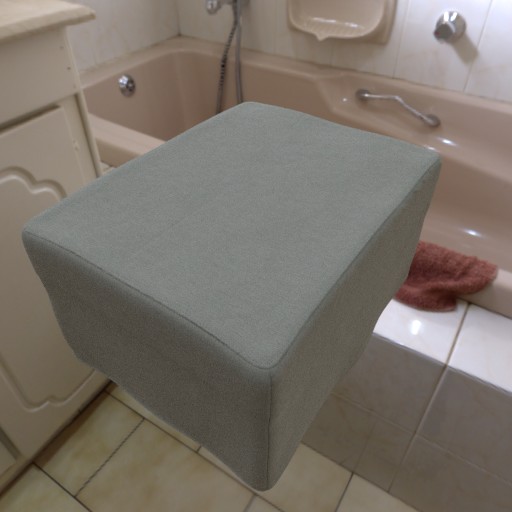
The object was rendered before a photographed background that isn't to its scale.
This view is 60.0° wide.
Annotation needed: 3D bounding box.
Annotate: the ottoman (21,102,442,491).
[{"bbox_3d":[0.000,0.000,1.165,0.648,0.461,0.833,25,47,26],"label":"ottoman"}]
